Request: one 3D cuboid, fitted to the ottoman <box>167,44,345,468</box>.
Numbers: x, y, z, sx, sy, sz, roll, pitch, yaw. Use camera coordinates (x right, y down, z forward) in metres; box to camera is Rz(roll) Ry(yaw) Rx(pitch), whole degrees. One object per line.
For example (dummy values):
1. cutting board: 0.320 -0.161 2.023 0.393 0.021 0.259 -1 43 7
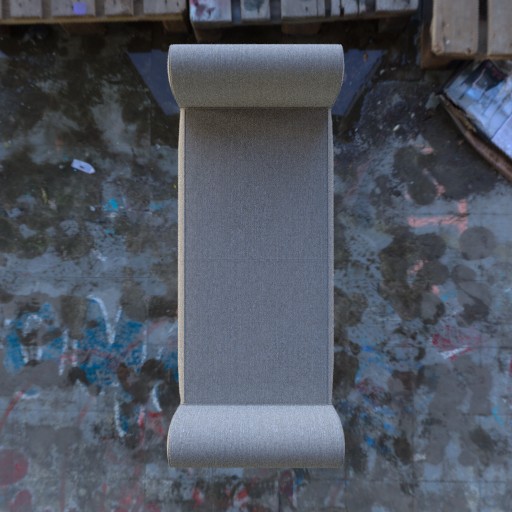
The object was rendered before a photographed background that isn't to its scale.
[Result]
1. ottoman: 0.000 0.000 1.533 0.521 0.547 1.256 0 90 0
